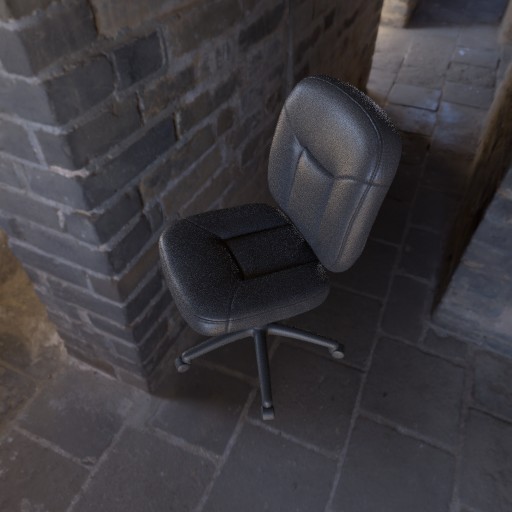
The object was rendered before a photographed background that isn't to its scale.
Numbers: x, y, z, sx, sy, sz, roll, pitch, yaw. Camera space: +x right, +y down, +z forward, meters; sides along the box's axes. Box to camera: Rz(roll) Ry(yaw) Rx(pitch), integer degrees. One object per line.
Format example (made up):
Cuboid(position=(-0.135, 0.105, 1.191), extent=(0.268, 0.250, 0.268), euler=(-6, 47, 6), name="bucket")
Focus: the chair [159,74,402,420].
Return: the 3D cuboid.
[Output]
Cuboid(position=(0.000, 0.000, 1.397), extent=(0.646, 0.959, 0.647), euler=(-17, 49, -16), name="chair")
